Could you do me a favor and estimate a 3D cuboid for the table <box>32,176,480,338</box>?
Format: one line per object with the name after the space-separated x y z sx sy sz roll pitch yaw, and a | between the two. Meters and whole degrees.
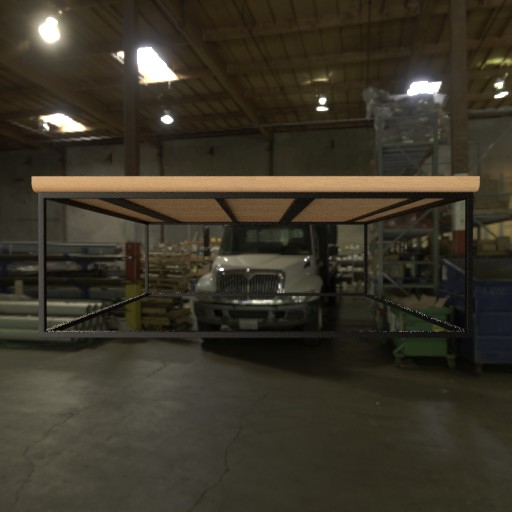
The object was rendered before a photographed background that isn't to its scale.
0.000 0.000 1.639 1.100 0.400 1.100 0 0 0 | table
